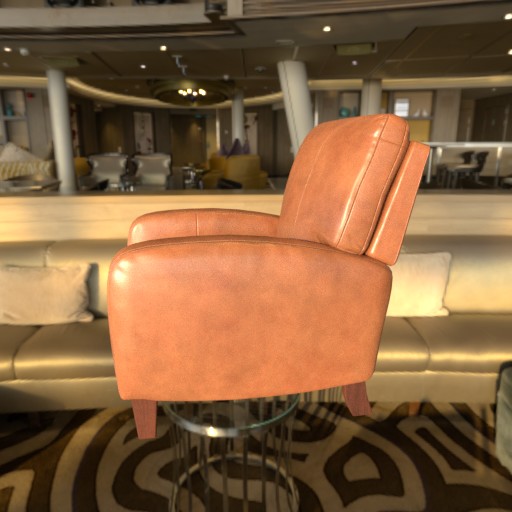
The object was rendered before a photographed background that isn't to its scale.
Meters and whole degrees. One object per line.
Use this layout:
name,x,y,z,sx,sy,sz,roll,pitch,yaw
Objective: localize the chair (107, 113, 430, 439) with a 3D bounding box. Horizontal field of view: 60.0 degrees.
chair,0.000,0.000,1.653,0.990,0.990,0.762,-2,14,-10
